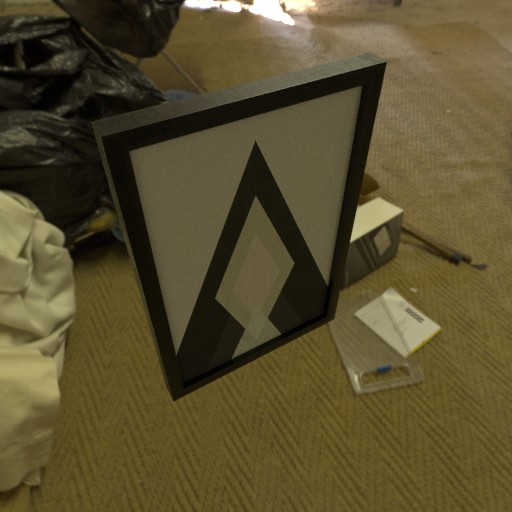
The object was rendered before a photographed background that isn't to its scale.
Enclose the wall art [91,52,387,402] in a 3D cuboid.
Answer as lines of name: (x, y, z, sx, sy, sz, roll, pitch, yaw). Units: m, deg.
wall art: (0.000, 0.000, 0.591, 0.313, 0.457, 0.031, -23, 49, -21)
